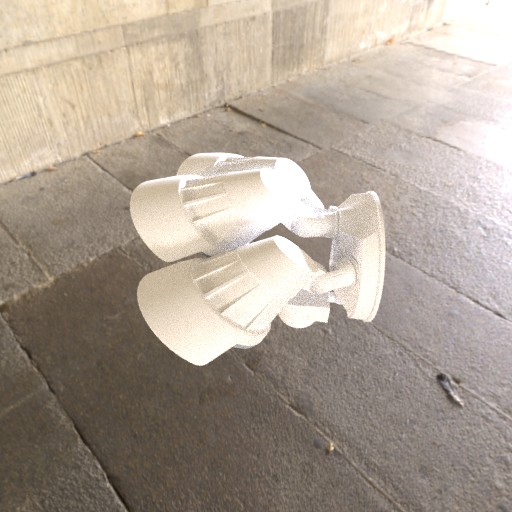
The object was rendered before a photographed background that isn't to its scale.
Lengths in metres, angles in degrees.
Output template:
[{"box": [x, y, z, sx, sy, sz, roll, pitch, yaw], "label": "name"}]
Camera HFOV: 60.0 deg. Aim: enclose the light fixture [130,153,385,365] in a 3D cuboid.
[{"box": [0.000, 0.000, 0.555, 0.278, 0.237, 0.369, 1, 41, 2], "label": "light fixture"}]
